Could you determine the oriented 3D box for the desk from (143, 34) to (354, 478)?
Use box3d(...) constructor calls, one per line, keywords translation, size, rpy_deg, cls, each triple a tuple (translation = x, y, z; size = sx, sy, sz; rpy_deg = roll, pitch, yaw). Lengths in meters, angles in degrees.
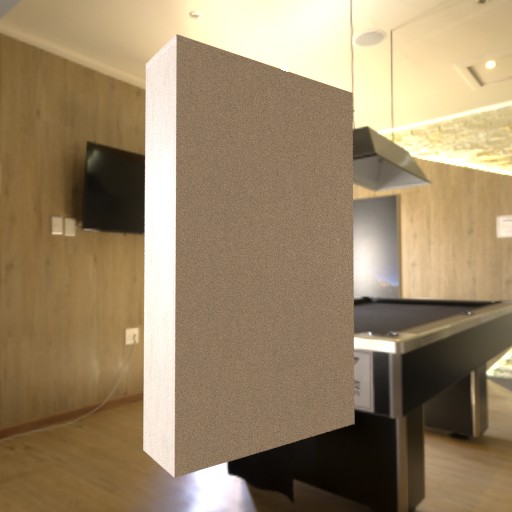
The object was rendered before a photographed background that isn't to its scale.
box3d(translation=(0.000, 0.000, 1.597), size=(0.750, 1.280, 0.250), rpy_deg=(1, -2, -36), cls="desk")
